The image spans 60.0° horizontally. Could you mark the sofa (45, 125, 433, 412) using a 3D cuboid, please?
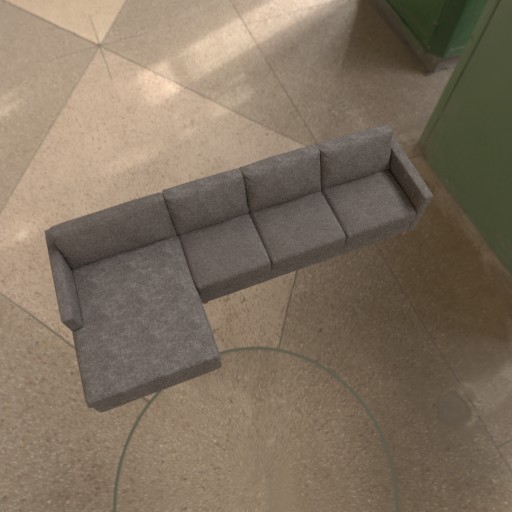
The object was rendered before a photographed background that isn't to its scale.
[{"bbox_3d":[0.000,0.000,4.128,3.471,0.954,1.606,-19,64,-9],"label":"sofa"}]
